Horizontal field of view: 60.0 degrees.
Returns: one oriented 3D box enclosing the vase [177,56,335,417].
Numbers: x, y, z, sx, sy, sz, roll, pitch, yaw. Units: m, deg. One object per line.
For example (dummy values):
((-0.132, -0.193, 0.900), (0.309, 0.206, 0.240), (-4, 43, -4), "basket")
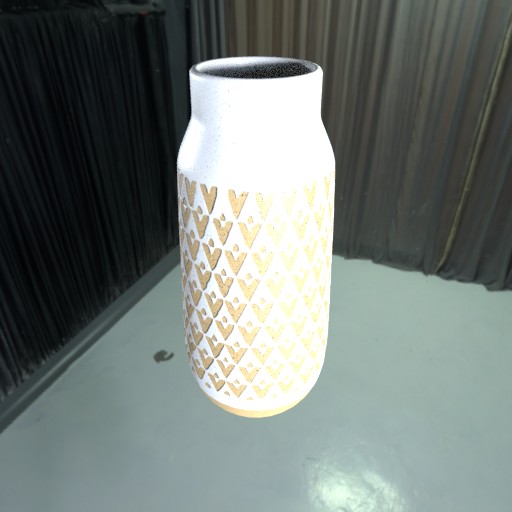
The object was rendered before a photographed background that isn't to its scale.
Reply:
((0.000, 0.000, 0.385), (0.137, 0.307, 0.137), (0, 33, 0), "vase")
